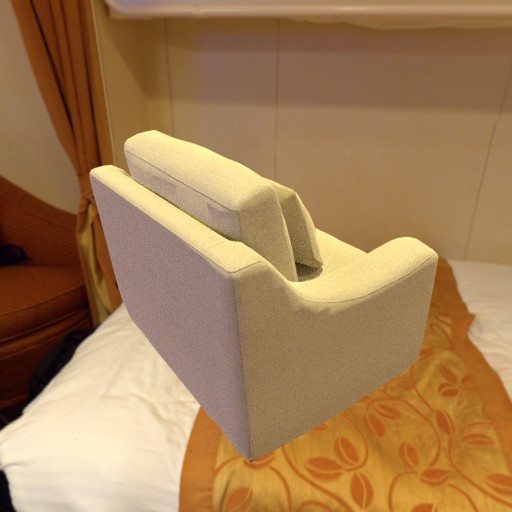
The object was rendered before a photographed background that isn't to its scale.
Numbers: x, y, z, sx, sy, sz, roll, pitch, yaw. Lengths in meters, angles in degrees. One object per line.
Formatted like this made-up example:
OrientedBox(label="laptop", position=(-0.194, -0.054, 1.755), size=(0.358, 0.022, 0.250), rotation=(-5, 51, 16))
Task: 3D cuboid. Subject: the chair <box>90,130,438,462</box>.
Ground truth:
OrientedBox(label="chair", position=(0.000, 0.000, 1.949), size=(1.009, 1.016, 1.178), rotation=(-18, 32, -32))
